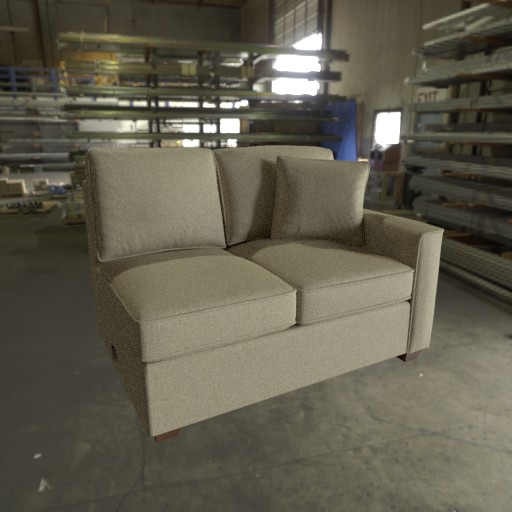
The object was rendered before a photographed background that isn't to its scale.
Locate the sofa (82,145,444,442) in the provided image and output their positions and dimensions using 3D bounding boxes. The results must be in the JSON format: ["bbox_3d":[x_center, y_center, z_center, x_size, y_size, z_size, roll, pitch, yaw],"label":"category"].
[{"bbox_3d":[0.000,0.000,2.072,1.388,0.989,0.991,-8,18,-27],"label":"sofa"}]
